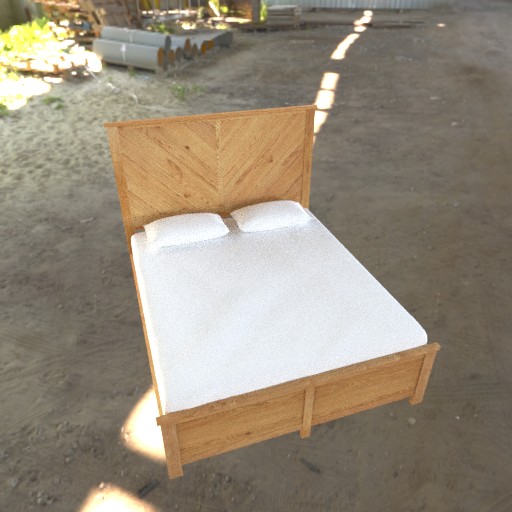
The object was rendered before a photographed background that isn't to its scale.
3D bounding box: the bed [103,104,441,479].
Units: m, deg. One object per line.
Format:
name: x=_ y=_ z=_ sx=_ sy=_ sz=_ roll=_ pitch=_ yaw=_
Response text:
bed: x=0.000 y=0.000 z=4.041 sx=2.225 sy=1.938 sz=2.530 roll=-10 pitch=34 yaw=-16
